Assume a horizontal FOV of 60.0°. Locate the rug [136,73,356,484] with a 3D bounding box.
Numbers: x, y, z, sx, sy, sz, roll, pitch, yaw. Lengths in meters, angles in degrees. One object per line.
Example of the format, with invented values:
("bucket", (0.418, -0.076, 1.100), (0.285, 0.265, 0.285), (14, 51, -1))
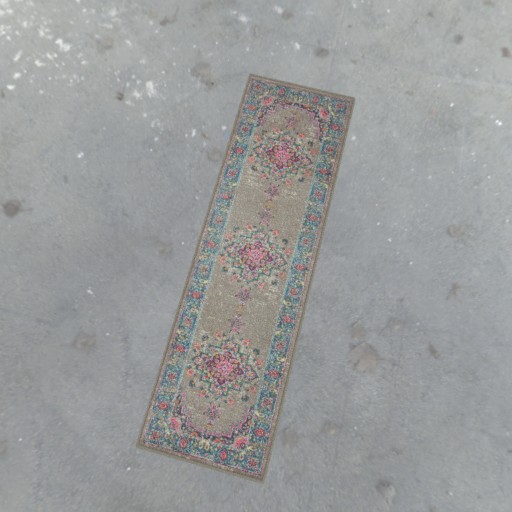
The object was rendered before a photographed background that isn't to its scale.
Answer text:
("rug", (0.000, 0.000, 2.021), (0.553, 0.012, 1.827), (14, 77, 3))
